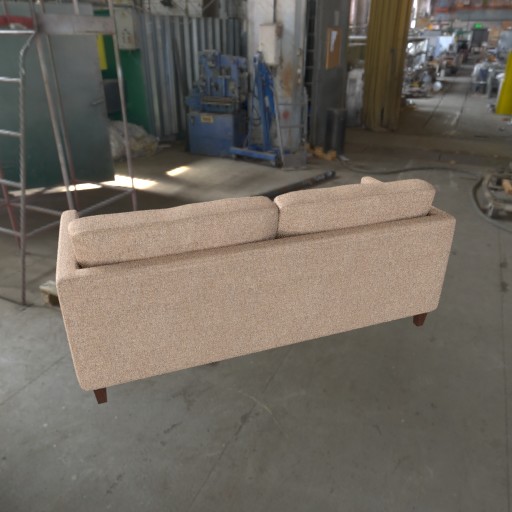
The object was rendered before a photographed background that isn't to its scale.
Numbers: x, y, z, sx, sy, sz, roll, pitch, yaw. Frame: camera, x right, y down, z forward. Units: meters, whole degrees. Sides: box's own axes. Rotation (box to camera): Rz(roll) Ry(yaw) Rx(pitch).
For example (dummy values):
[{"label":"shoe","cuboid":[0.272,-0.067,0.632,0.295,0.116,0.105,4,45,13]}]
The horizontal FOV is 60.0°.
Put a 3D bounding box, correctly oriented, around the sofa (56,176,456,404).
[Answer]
[{"label":"sofa","cuboid":[0.000,0.000,2.765,2.208,0.965,0.951,-9,28,-18]}]
